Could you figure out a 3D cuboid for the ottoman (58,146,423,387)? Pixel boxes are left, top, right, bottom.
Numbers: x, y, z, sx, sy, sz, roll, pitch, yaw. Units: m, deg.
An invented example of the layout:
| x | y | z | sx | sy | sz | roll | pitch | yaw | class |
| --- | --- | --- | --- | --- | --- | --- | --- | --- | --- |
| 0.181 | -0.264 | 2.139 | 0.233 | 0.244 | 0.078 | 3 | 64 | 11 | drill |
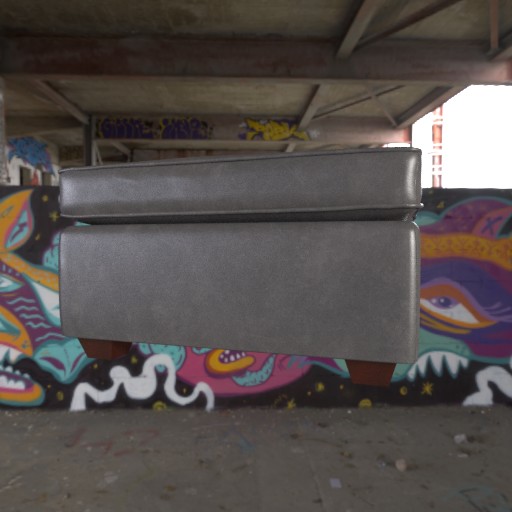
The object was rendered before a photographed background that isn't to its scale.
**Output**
| x | y | z | sx | sy | sz | roll | pitch | yaw | class |
| --- | --- | --- | --- | --- | --- | --- | --- | --- | --- |
| 0.000 | 0.000 | 1.092 | 0.756 | 0.445 | 0.554 | 1 | 2 | 18 | ottoman |
